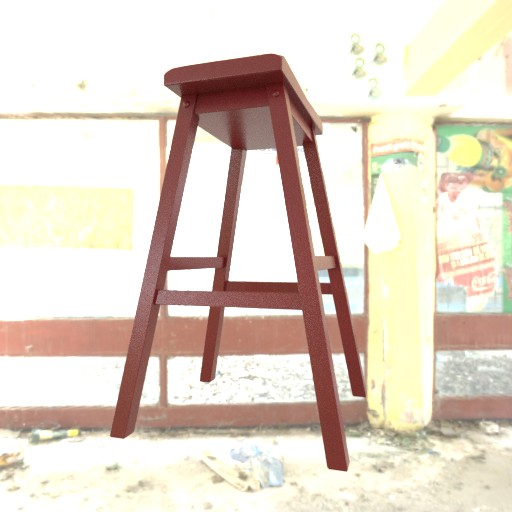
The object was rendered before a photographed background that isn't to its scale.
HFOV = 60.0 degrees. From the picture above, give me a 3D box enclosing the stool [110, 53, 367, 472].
[{"bbox_3d":[0.000,0.000,1.045,0.476,0.737,0.457,0,0,18],"label":"stool"}]
